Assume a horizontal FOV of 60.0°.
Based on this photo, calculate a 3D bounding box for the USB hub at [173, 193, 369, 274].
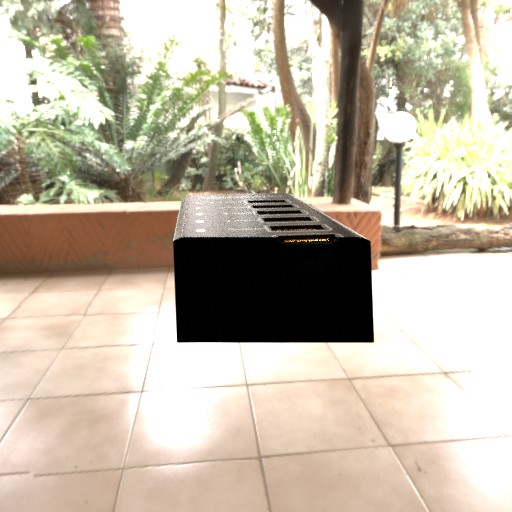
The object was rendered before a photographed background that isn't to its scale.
[{"bbox_3d":[0.000,0.000,0.128,0.044,0.023,0.110,-2,15,-7],"label":"USB hub"}]
